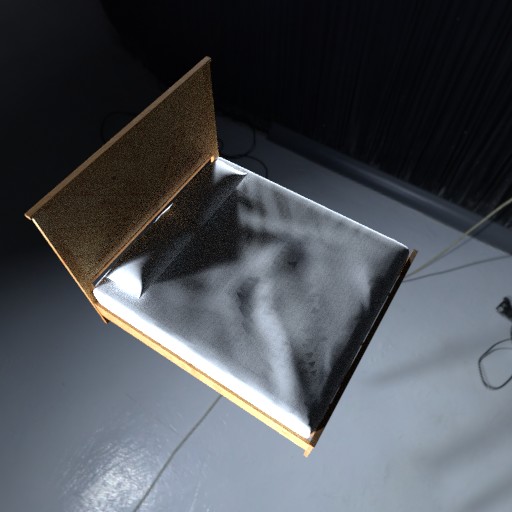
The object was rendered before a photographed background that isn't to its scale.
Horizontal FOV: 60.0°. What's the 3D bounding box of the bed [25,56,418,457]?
[{"bbox_3d":[0.000,0.000,3.606,2.201,1.686,1.936,28,62,17],"label":"bed"}]
